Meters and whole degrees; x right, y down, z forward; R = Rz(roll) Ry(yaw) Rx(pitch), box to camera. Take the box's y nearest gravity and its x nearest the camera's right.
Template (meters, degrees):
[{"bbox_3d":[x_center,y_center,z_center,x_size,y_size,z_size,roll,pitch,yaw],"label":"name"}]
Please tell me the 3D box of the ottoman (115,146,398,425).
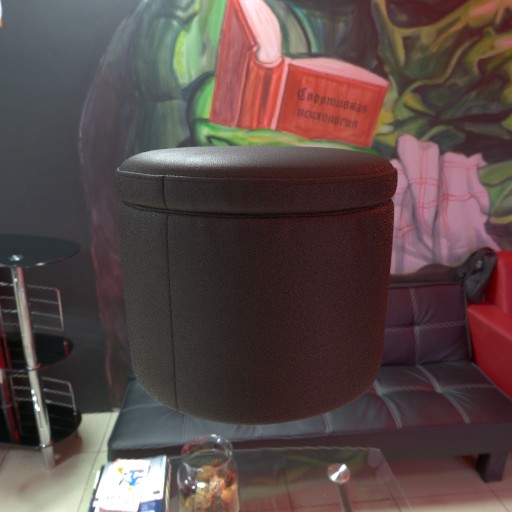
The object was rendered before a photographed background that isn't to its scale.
[{"bbox_3d":[0.000,0.000,0.856,0.500,0.409,0.500,0,15,0],"label":"ottoman"}]
